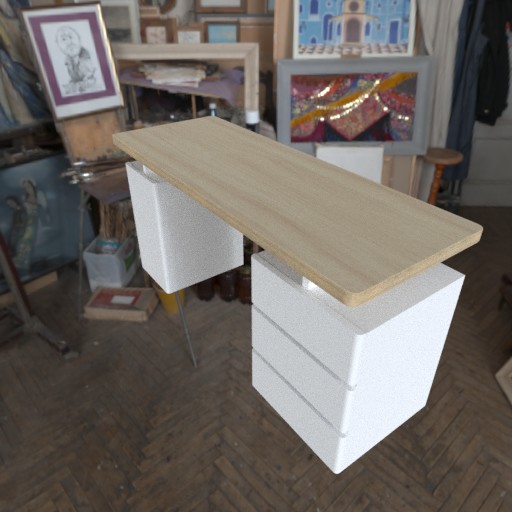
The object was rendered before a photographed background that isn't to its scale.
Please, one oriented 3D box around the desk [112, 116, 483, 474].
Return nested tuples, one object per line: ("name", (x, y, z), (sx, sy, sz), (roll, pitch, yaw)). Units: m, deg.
("desk", (0.000, 0.000, 1.852), (0.550, 0.755, 1.500), (-21, 38, -30))
